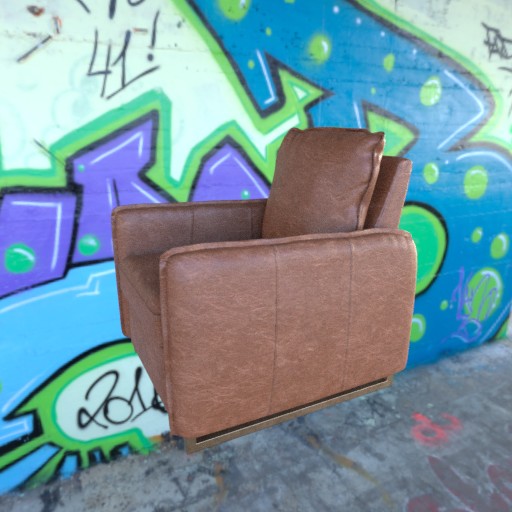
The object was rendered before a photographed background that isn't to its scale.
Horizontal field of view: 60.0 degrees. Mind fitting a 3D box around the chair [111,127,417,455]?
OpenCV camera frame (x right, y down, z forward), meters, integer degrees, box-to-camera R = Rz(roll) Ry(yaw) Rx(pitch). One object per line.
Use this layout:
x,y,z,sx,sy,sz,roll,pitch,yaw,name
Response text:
0.000,0.000,1.649,0.922,0.922,0.830,-8,18,-26,chair
